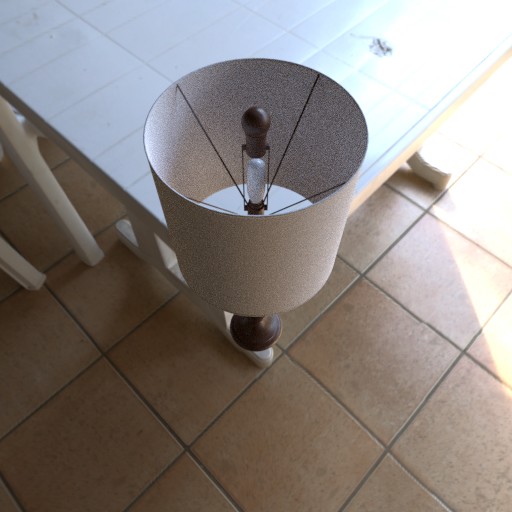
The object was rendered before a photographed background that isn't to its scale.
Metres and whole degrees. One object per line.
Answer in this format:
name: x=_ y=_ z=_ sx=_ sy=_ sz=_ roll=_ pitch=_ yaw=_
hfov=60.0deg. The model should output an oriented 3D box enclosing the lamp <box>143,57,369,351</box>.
lamp: x=0.000 y=0.000 z=0.730 sx=0.250 sy=0.597 sz=0.250 roll=34 pitch=64 yaw=19
